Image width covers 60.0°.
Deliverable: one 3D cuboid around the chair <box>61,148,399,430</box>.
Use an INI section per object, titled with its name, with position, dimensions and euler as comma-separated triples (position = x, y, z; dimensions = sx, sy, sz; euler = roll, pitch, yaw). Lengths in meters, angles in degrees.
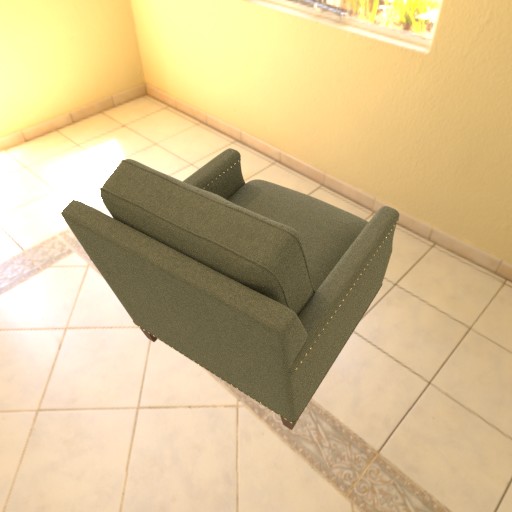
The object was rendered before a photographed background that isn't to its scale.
[chair]
position = 0.000, 0.000, 1.848
dimensions = 0.885, 1.031, 1.031
euler = 25, 50, 23
